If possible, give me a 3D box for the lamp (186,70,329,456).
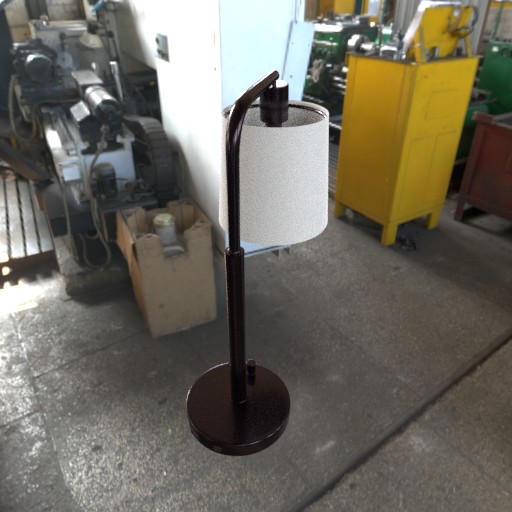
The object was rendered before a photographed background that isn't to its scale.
[{"bbox_3d":[0.000,0.000,0.651,0.171,0.489,0.333,11,33,17],"label":"lamp"}]
